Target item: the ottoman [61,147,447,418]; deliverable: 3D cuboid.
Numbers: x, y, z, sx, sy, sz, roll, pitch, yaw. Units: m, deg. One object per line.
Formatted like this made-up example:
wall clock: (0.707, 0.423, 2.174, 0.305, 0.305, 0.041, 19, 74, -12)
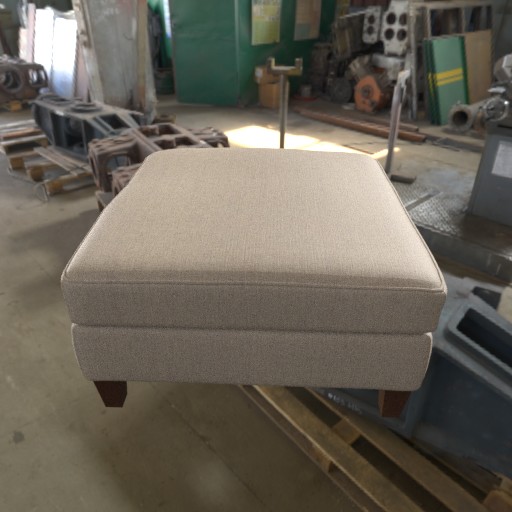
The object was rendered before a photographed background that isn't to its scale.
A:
ottoman: (0.000, 0.000, 1.349, 0.838, 0.481, 0.838, 1, 32, 2)
